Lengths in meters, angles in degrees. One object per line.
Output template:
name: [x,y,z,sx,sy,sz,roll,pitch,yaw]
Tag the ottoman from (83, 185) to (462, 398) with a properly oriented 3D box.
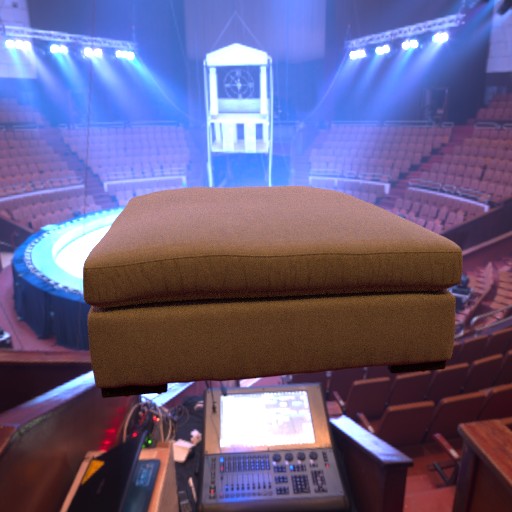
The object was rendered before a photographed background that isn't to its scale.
ottoman: [0.000,0.000,1.863,1.171,0.517,1.203,-2,17,-8]
